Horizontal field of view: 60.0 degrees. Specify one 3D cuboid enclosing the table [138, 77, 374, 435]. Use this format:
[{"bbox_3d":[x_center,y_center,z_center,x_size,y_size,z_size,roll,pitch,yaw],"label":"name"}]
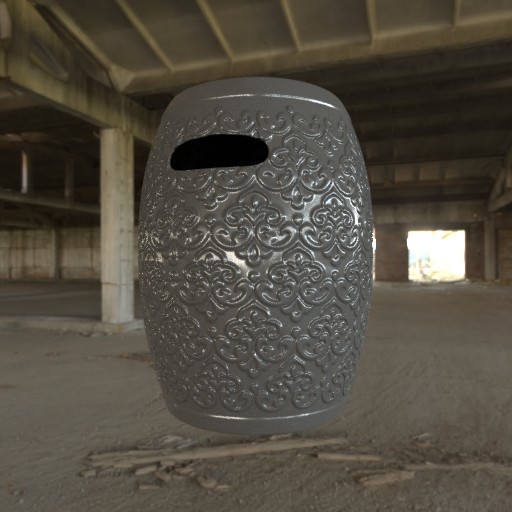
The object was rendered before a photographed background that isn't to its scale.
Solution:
[{"bbox_3d":[0.000,0.000,0.600,0.309,0.397,0.309,0,0,0],"label":"table"}]
